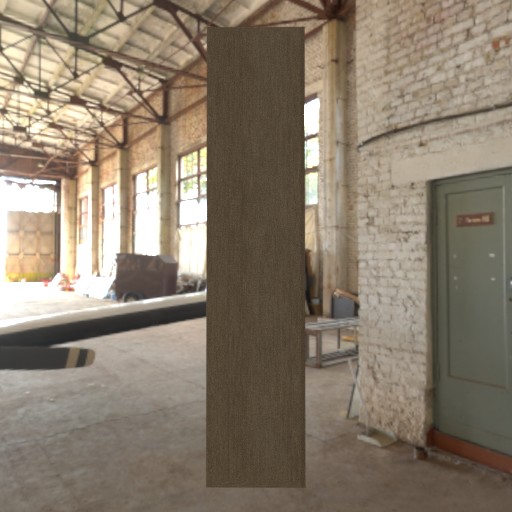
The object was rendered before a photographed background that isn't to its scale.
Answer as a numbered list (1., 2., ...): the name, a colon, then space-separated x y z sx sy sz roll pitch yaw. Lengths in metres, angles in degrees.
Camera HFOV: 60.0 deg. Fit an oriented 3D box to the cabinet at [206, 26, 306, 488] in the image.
1. cabinet: 0.000 0.000 1.481 0.300 1.400 0.270 0 -1 0
